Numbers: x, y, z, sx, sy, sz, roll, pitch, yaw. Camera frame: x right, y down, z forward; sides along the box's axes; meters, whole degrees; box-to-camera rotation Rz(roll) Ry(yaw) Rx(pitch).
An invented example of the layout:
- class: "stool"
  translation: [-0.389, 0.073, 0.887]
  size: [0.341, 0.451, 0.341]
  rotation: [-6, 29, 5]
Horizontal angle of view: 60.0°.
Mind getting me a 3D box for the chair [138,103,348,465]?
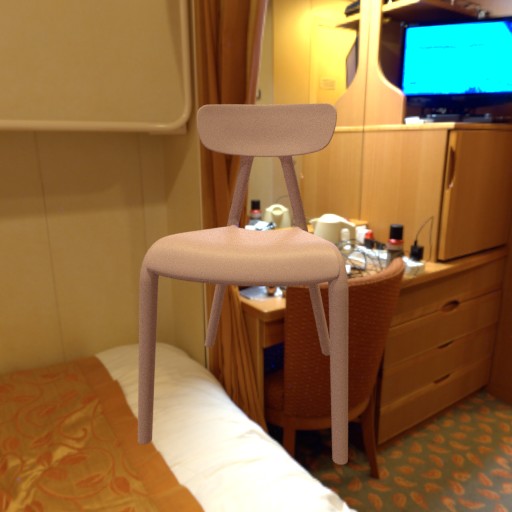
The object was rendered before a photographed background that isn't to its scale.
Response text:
- class: "chair"
  translation: [0.000, 0.000, 0.852]
  size: [0.356, 0.580, 0.401]
  rotation: [2, 15, 8]
